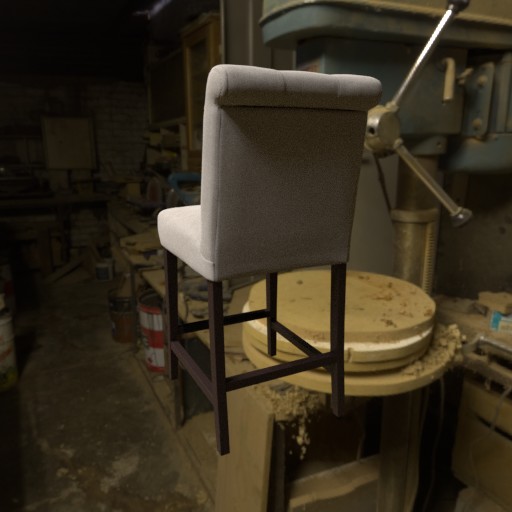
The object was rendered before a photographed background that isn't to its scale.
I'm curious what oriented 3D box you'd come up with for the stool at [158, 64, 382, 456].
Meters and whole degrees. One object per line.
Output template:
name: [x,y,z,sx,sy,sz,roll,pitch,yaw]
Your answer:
stool: [0.000,0.000,1.417,0.493,1.040,0.601,-7,16,-26]
